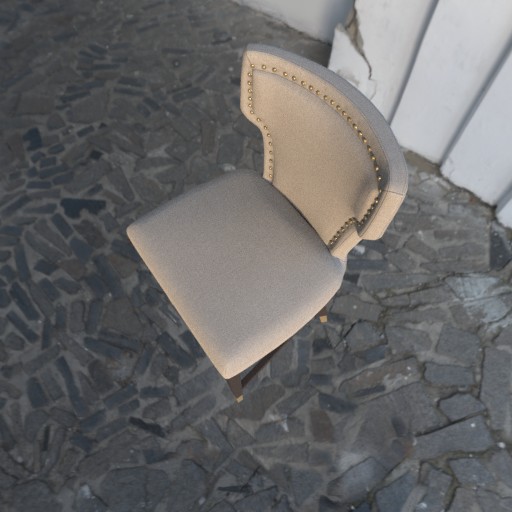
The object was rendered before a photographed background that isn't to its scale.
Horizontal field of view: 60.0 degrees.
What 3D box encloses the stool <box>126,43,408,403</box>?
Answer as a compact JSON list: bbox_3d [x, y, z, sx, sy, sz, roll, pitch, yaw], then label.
[{"bbox_3d":[0.000,0.000,1.320,0.563,0.982,0.527,-33,67,-15],"label":"stool"}]
